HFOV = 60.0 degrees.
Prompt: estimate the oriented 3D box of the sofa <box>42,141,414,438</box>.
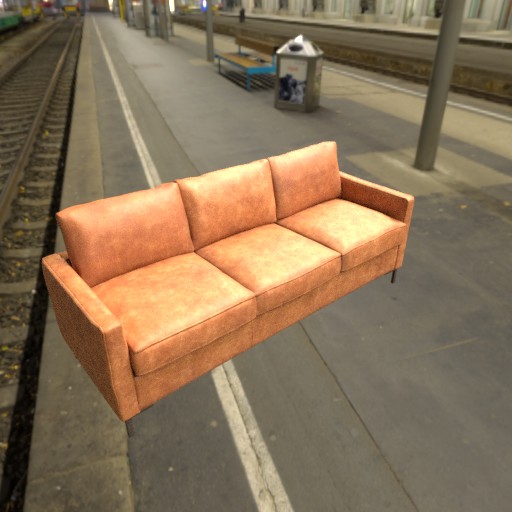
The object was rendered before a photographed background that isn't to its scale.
[{"bbox_3d":[0.000,0.000,2.461,2.029,0.863,0.748,-22,37,-34],"label":"sofa"}]
